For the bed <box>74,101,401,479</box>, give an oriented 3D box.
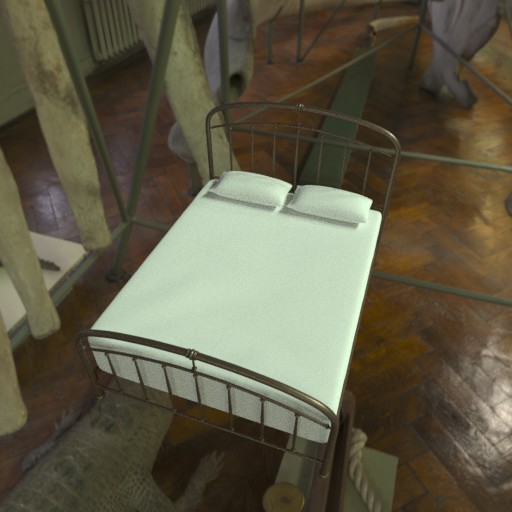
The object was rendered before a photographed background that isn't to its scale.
[{"bbox_3d":[0.000,0.000,3.270,1.711,1.475,2.168,13,43,14],"label":"bed"}]
